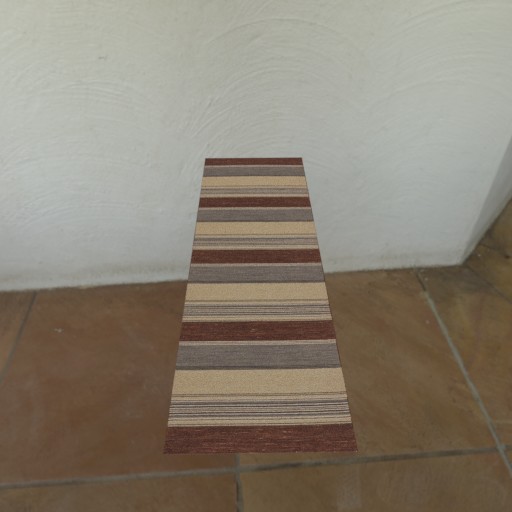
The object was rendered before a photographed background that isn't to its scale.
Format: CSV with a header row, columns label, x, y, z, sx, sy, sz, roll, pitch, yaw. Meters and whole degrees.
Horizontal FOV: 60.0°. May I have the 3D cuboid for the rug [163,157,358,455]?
label,x,y,z,sx,sy,sz,roll,pitch,yaw
rug,0.000,0.000,2.718,0.792,0.006,2.437,-1,41,-1
